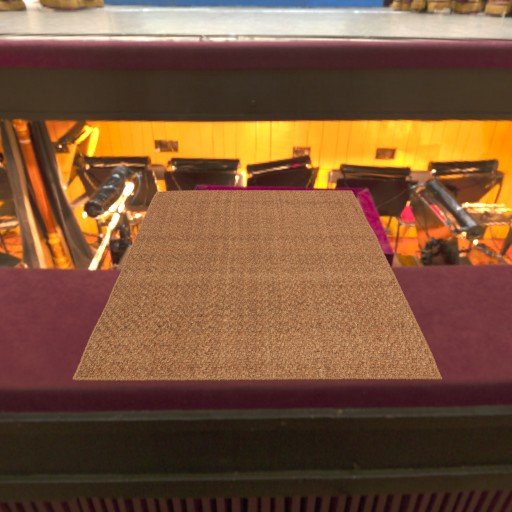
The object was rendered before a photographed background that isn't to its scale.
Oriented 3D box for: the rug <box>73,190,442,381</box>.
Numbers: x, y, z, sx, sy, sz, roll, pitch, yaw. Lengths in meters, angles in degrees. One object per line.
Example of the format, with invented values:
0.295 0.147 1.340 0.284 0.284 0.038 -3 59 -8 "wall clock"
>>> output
0.000 0.000 4.167 2.439 0.013 3.048 0 32 0 "rug"
